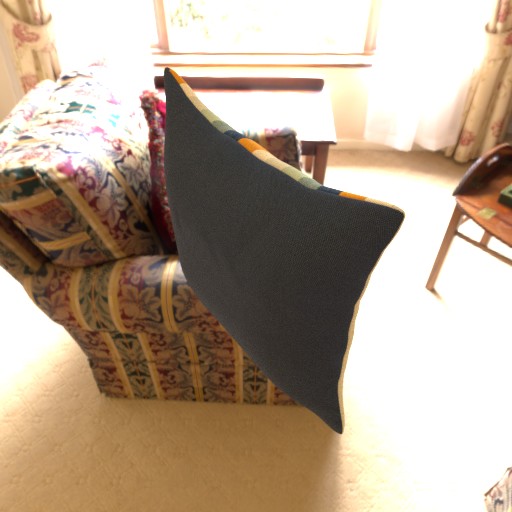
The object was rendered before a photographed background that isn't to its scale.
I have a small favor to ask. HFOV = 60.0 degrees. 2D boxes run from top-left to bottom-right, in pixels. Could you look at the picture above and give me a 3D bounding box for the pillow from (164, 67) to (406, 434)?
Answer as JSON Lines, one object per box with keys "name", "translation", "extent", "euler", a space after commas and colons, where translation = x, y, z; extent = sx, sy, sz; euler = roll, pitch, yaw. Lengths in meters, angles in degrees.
{"name": "pillow", "translation": [0.000, 0.000, 0.703], "extent": [0.173, 0.454, 0.463], "euler": [-27, 49, -26]}
